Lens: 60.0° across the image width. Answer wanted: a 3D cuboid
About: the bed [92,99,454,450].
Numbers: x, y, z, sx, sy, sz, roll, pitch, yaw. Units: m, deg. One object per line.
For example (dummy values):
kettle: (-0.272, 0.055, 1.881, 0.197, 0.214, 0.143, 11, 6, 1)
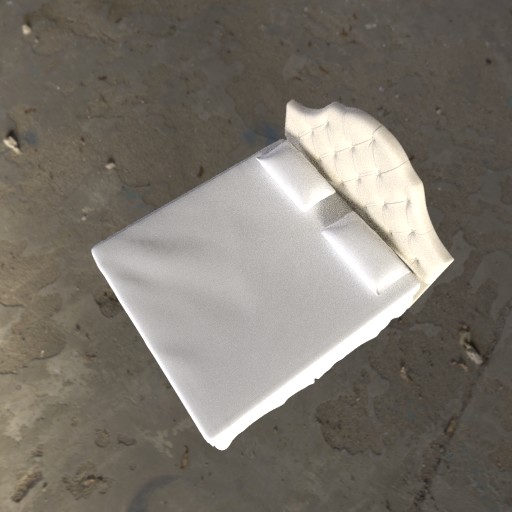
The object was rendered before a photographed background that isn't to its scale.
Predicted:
bed: (0.000, 0.000, 3.573, 2.214, 1.615, 2.008, -33, 69, -15)
